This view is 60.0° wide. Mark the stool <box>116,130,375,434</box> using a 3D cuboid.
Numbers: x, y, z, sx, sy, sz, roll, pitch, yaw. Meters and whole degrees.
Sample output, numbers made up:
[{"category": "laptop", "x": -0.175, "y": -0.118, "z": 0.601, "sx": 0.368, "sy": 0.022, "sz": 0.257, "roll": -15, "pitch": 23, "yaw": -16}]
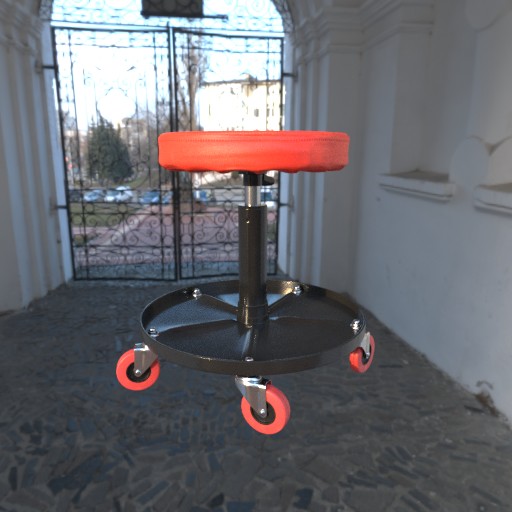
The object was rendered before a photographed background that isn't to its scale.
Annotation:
[{"category": "stool", "x": 0.000, "y": 0.000, "z": 0.686, "sx": 0.381, "sy": 0.365, "sz": 0.382, "roll": 2, "pitch": 14, "yaw": 7}]
